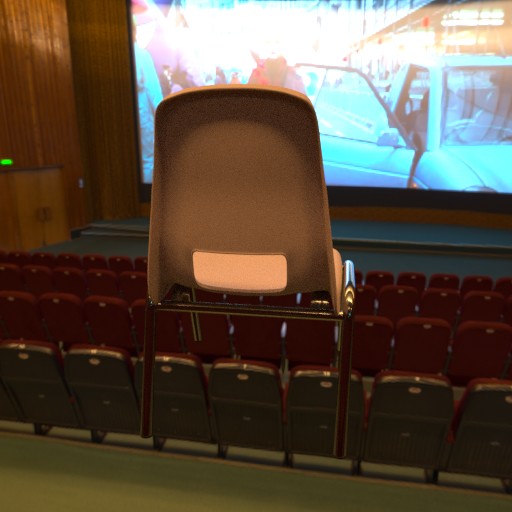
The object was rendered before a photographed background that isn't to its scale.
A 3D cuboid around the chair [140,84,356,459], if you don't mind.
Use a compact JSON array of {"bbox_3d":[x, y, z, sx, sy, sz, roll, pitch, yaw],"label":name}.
[{"bbox_3d":[0.000,0.000,0.787,0.354,0.537,0.385,2,16,8],"label":"chair"}]
